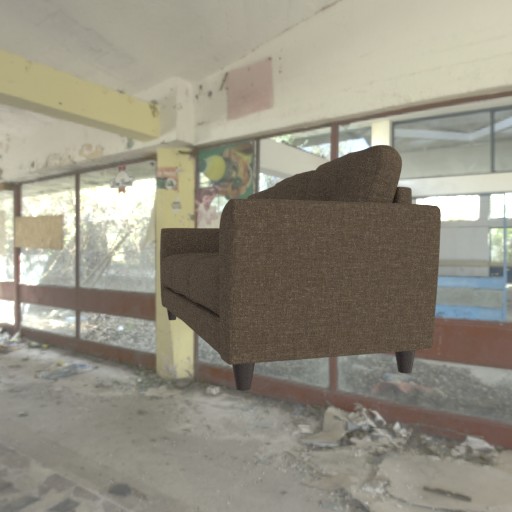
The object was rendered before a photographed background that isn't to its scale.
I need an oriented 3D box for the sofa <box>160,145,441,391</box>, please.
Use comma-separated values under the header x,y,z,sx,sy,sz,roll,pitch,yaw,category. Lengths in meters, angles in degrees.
x,y,z,sx,sy,sz,roll,pitch,yaw,category
0.000,0.000,2.384,0.837,0.891,1.847,0,0,-19,sofa
